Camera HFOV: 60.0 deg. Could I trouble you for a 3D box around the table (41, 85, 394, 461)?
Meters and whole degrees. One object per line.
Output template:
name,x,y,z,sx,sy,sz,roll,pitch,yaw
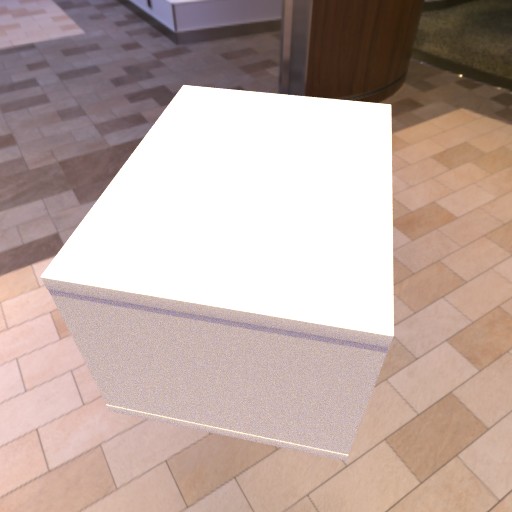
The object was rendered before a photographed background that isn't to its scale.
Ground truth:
table,0.000,0.000,0.786,0.399,0.357,0.517,8,46,8
